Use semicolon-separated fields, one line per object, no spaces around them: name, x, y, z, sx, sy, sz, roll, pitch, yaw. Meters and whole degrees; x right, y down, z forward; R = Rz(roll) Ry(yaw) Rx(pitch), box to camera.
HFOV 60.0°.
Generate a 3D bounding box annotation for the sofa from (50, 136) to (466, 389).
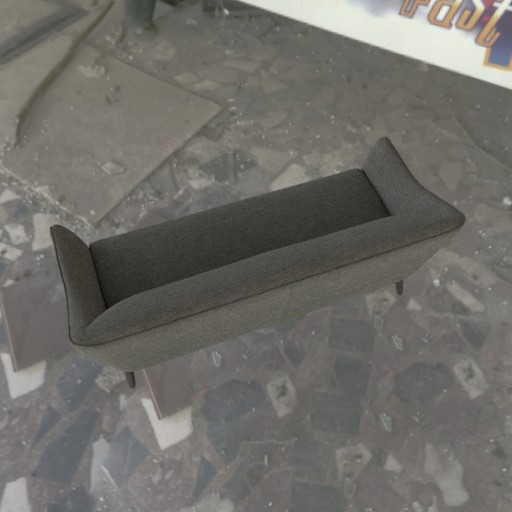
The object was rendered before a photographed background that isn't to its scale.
sofa;0.000;0.000;2.365;1.928;0.829;0.867;-17;58;-11
